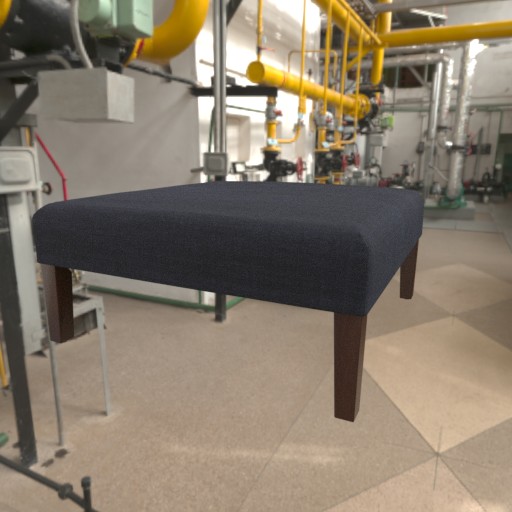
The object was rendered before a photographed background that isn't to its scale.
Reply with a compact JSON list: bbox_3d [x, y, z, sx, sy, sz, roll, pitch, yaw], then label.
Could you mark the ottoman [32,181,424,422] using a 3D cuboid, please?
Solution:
[{"bbox_3d":[0.000,0.000,1.394,0.890,0.411,0.889,7,15,26],"label":"ottoman"}]
